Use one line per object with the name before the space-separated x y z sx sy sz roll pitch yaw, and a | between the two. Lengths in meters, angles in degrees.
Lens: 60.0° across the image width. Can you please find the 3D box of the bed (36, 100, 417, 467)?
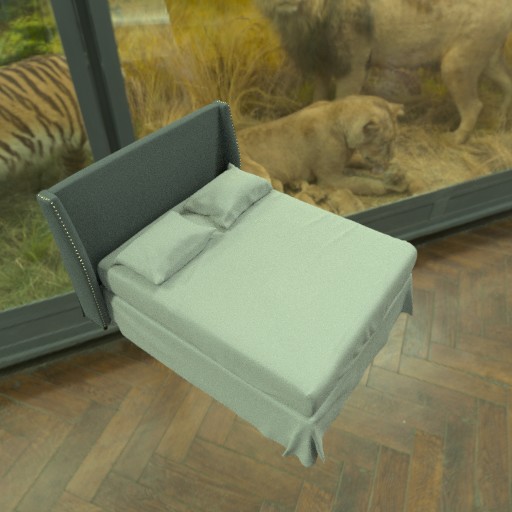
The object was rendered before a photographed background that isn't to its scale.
bed | 0.000 0.000 3.452 2.276 1.332 1.925 26 48 26
